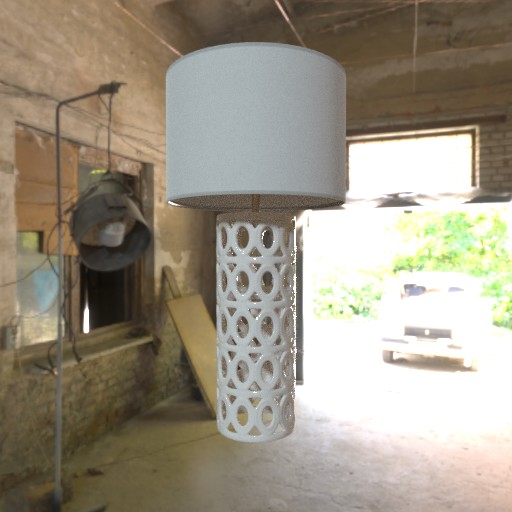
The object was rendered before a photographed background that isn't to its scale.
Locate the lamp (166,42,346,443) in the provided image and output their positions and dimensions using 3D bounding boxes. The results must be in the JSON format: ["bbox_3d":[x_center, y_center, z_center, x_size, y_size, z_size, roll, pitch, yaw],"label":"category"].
[{"bbox_3d":[0.000,0.000,0.821,0.324,0.636,0.325,0,1,-17],"label":"lamp"}]
